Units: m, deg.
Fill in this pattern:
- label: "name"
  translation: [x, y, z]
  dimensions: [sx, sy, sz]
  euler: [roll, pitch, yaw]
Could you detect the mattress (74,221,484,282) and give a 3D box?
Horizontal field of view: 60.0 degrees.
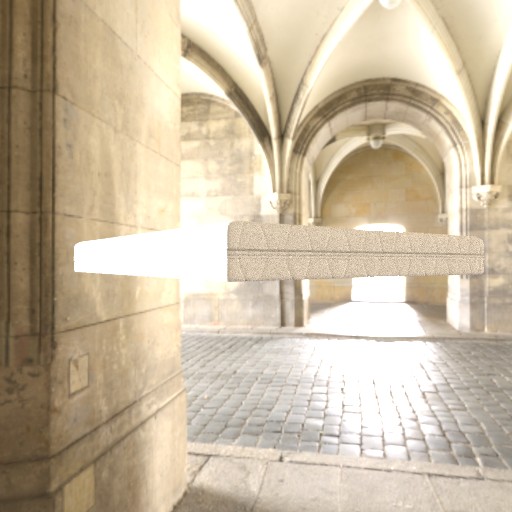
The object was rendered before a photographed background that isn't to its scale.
- label: "mattress"
  translation: [0.000, 0.000, 2.624]
  dimensions: [1.600, 0.200, 1.900]
  euler: [1, -1, -36]
